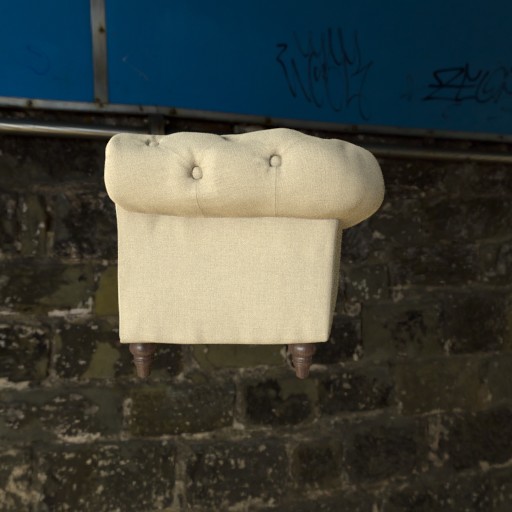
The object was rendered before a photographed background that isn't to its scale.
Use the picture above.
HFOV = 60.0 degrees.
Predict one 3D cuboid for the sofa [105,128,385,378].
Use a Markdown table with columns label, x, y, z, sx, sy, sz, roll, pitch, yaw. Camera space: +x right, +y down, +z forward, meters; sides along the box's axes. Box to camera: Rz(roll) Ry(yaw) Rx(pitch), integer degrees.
| label | x | y | z | sx | sy | sz | roll | pitch | yaw |
| --- | --- | --- | --- | --- | --- | --- | --- | --- | --- |
| sofa | 0.000 | 0.000 | 2.069 | 1.034 | 0.878 | 1.405 | 0 | 1 | 1 |
